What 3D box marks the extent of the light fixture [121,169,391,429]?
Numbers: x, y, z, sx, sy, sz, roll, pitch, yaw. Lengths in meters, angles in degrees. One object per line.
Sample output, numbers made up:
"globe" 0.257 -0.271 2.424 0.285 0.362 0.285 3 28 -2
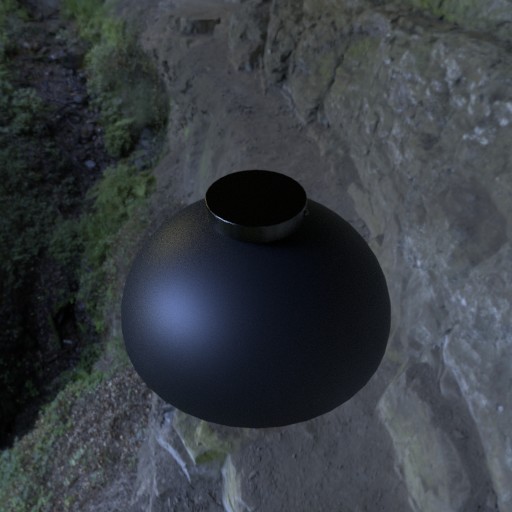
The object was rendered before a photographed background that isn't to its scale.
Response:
"light fixture" 0.000 0.000 0.546 0.355 0.177 0.355 0 41 0
